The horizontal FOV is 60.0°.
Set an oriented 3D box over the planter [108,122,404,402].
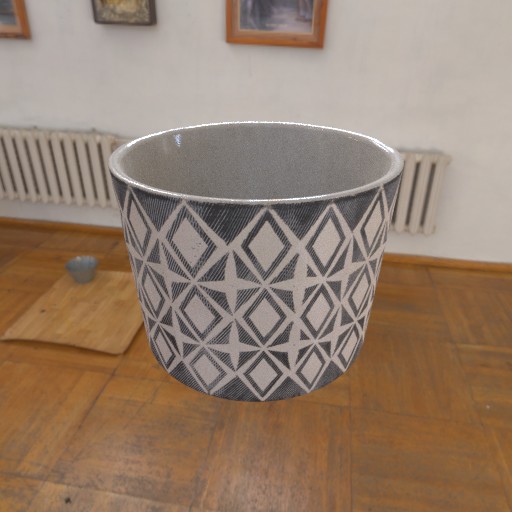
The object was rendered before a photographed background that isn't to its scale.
[{"bbox_3d":[0.000,0.000,0.457,0.260,0.220,0.260,0,28,0],"label":"planter"}]
